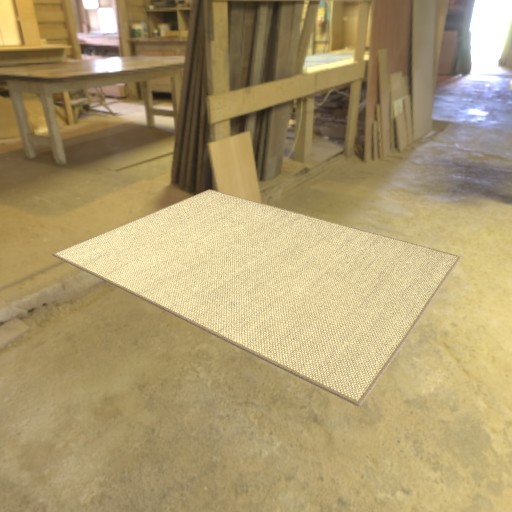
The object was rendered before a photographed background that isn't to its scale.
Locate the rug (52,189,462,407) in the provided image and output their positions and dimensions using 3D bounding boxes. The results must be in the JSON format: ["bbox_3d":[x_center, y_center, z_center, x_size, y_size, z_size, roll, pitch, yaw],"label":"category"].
[{"bbox_3d":[0.000,0.000,2.799,2.115,0.013,1.517,19,34,31],"label":"rug"}]
